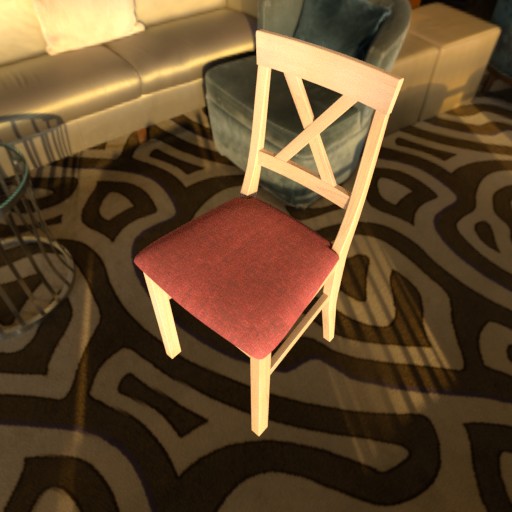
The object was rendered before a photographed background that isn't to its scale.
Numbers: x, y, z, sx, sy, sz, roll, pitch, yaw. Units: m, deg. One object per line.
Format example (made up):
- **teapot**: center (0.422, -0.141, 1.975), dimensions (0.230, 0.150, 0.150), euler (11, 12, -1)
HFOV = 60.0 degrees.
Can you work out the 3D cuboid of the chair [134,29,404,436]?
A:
- **chair**: center (0.000, 0.000, 1.160), dimensions (0.439, 0.912, 0.492), euler (33, 55, 27)
